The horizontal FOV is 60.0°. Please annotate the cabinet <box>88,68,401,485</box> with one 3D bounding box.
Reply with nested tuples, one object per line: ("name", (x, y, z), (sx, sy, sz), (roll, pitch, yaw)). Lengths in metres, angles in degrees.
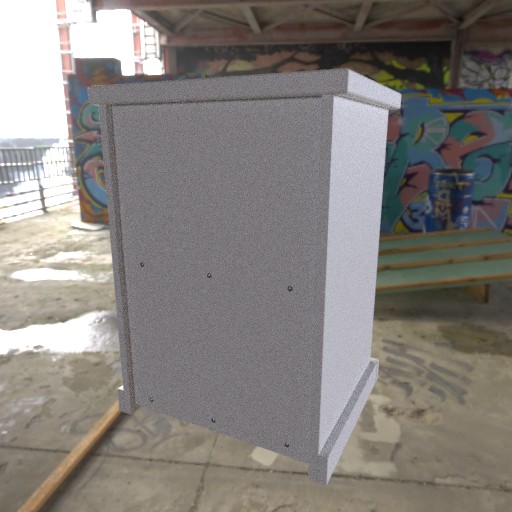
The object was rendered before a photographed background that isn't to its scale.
("cabinet", (0.000, 0.000, 1.026), (0.520, 0.723, 0.431), (8, 17, 26))
